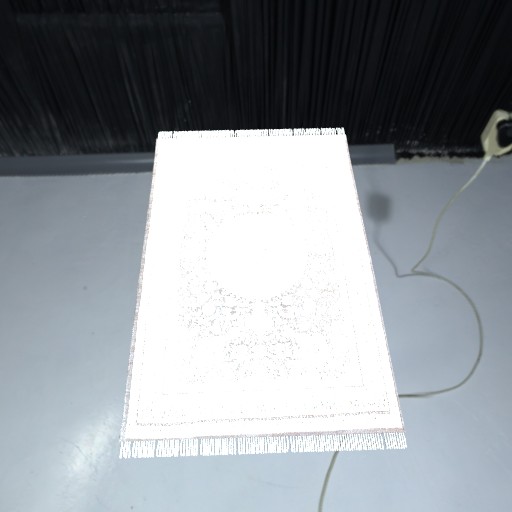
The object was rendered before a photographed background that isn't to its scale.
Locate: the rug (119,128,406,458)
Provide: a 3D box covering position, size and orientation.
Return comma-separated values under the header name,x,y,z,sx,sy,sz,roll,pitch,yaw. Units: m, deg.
name,x,y,z,sx,sy,sz,roll,pitch,yaw
rug,0.000,0.000,2.965,1.528,0.010,2.440,-2,58,-1
